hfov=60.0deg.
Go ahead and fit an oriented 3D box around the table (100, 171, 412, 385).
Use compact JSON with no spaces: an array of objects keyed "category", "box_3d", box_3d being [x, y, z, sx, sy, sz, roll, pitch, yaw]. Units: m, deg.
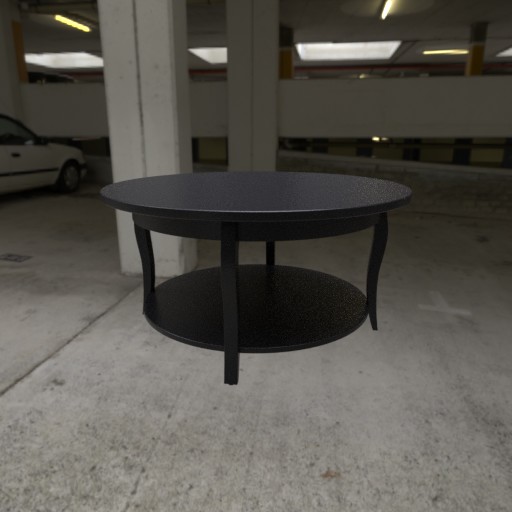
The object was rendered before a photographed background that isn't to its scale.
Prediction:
[{"category":"table","box_3d":[0.000,0.000,1.432,0.914,0.457,0.914,0,16,0]}]
